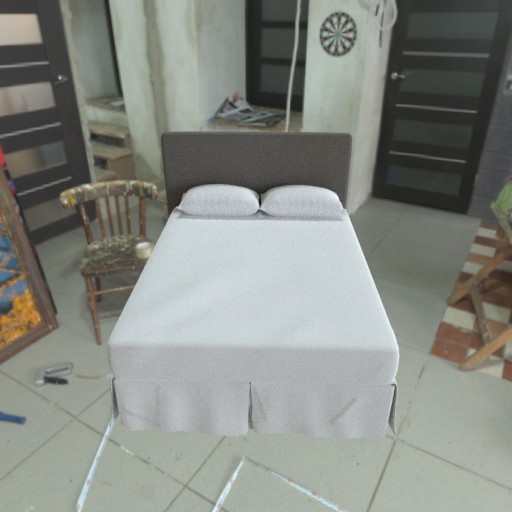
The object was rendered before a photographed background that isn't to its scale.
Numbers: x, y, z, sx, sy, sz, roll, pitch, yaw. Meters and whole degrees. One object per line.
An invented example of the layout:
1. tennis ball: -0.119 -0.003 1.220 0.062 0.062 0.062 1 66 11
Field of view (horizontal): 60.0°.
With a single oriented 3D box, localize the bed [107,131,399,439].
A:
1. bed: 0.000 0.000 3.241 1.723 1.330 2.142 1 29 2
